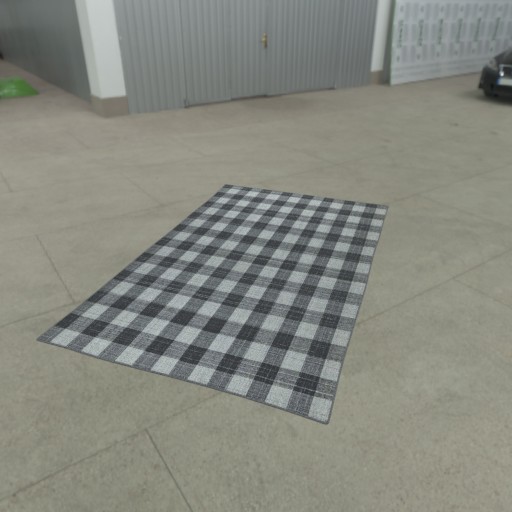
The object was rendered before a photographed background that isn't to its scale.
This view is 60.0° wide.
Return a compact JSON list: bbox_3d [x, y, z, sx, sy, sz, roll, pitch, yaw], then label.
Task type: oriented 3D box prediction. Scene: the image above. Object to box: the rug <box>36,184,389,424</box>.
[{"bbox_3d":[0.000,0.000,3.077,1.554,0.011,2.476,10,31,18],"label":"rug"}]
